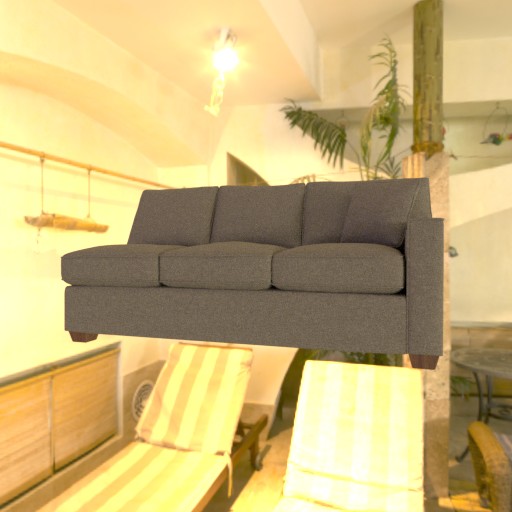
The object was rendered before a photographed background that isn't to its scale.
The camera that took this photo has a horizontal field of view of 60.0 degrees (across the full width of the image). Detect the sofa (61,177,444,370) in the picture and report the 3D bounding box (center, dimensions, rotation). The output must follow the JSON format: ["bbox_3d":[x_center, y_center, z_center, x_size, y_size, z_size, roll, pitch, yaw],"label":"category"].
[{"bbox_3d":[0.000,0.000,2.594,1.963,0.946,1.034,0,1,18],"label":"sofa"}]
